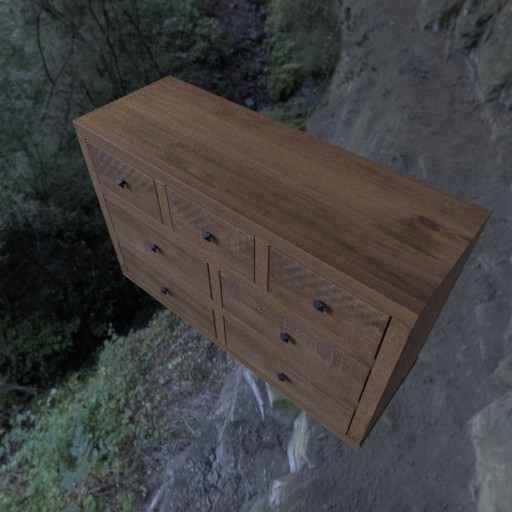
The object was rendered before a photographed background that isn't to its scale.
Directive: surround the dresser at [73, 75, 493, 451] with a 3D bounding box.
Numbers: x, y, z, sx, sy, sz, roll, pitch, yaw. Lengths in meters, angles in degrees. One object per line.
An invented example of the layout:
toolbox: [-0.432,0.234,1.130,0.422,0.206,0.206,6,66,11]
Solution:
dresser: [0.000,0.000,1.632,1.261,0.825,0.479,31,54,26]
